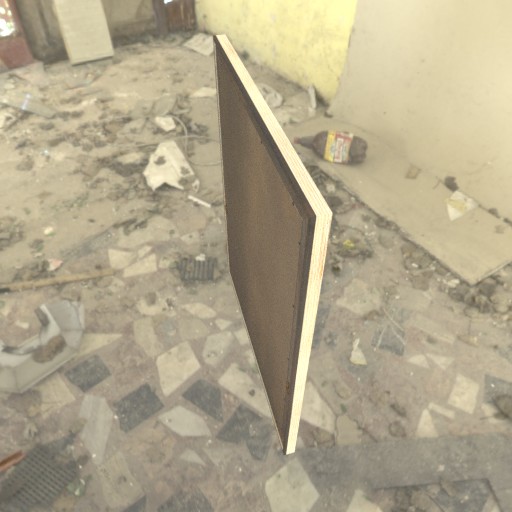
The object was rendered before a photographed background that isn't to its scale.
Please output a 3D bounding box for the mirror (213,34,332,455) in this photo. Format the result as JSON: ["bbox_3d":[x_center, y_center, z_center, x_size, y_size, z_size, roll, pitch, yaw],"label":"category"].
[{"bbox_3d":[0.000,0.000,1.191,0.032,0.882,0.730,-11,46,-10],"label":"mirror"}]
